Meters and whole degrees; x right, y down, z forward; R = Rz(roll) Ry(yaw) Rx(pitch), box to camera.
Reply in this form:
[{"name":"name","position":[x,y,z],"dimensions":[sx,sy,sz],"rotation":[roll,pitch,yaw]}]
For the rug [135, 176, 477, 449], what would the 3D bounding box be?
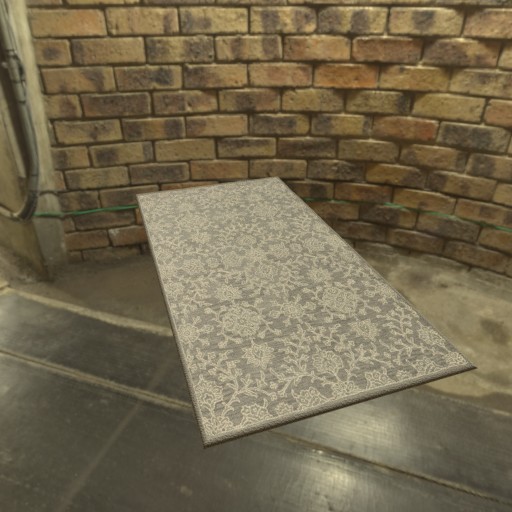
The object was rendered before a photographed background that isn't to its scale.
[{"name":"rug","position":[0.000,0.000,3.464],"dimensions":[1.546,0.011,3.048],"rotation":[-10,33,-16]}]
